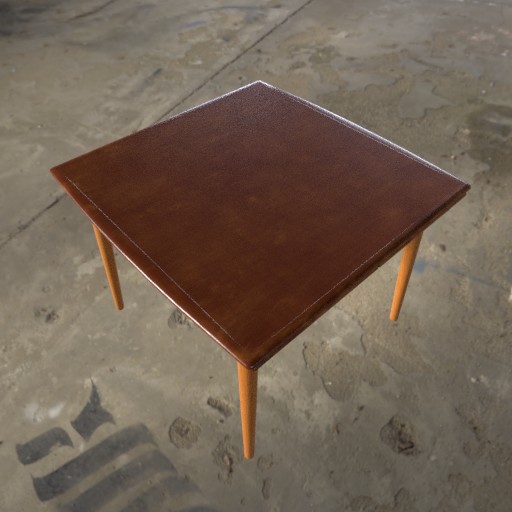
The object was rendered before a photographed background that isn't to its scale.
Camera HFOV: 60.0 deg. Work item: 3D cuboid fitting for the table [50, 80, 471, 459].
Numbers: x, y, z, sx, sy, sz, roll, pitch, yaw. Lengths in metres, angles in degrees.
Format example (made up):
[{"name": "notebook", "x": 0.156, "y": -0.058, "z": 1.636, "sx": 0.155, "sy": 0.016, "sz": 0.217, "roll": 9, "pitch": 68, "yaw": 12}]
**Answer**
[{"name": "table", "x": 0.000, "y": 0.000, "z": 1.699, "sx": 0.991, "sy": 0.754, "sz": 0.991, "roll": -34, "pitch": 55, "yaw": -28}]
